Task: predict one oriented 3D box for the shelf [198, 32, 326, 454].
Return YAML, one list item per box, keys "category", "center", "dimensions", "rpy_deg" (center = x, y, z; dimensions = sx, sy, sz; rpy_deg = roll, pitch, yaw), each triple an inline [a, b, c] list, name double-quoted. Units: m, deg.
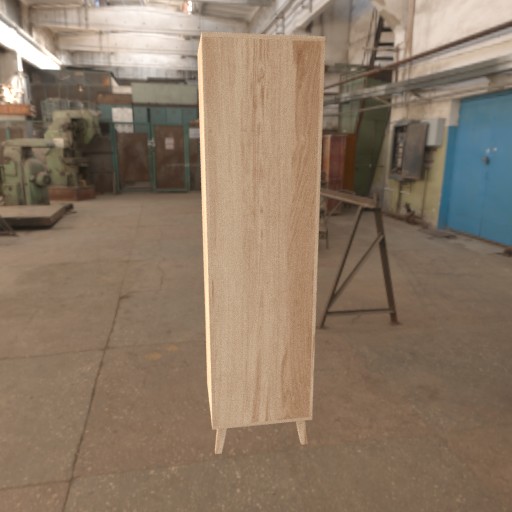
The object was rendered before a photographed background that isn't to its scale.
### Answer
- category: "shelf"
  center: [0.000, 0.000, 2.246]
  dimensions: [0.510, 1.960, 0.450]
  rpy_deg: [-2, 14, -9]
